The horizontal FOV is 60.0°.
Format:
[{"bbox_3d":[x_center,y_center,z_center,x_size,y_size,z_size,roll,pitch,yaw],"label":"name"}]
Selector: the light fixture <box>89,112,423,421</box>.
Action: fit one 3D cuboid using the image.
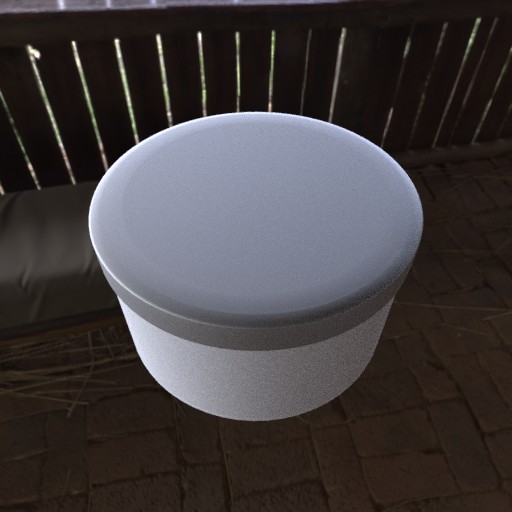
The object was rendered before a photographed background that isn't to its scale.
[{"bbox_3d":[0.000,0.000,0.618,0.393,0.229,0.393,0,46,0],"label":"light fixture"}]
